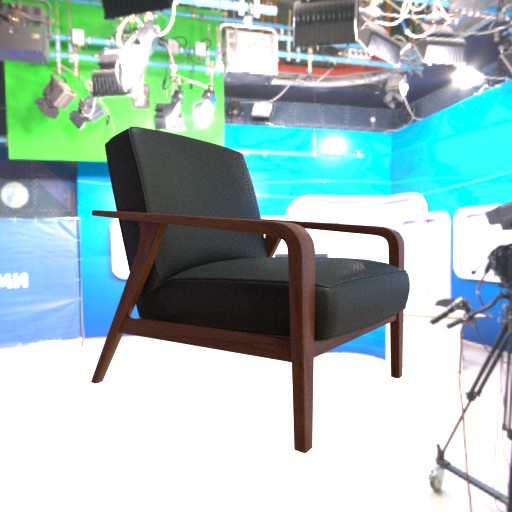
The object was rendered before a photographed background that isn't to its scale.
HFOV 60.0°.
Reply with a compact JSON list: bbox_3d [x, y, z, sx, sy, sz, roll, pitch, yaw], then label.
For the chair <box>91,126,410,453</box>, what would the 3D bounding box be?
[{"bbox_3d":[0.000,0.000,1.497,0.889,0.861,0.719,2,3,36],"label":"chair"}]
